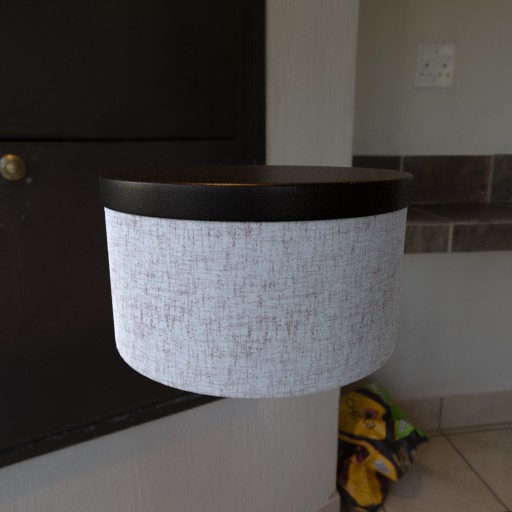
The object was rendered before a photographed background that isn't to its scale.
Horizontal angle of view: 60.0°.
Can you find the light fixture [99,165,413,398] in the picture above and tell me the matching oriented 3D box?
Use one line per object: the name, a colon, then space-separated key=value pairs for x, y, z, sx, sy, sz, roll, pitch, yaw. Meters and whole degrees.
light fixture: x=0.000 y=0.000 z=0.608 sx=0.389 sy=0.229 sz=0.389 roll=0 pitch=14 yaw=0
